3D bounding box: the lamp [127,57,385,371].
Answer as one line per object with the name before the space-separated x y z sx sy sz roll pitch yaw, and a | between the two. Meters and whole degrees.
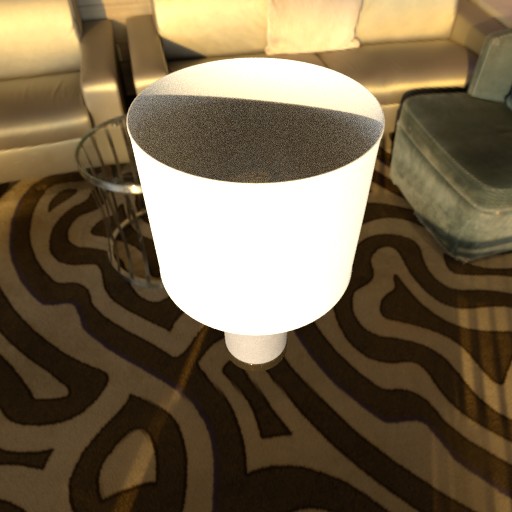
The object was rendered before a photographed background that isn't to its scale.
lamp | 0.000 0.000 0.535 0.229 0.380 0.229 0 45 0
